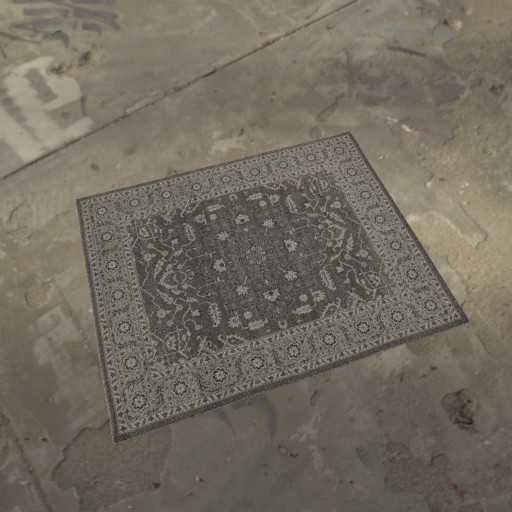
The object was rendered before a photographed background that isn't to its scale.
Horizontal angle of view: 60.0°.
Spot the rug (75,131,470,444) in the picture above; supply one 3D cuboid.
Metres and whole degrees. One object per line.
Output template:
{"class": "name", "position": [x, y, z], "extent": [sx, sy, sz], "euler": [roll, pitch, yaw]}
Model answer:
{"class": "rug", "position": [0.000, 0.000, 4.152], "extent": [3.069, 0.026, 2.451], "euler": [-16, 60, -10]}
